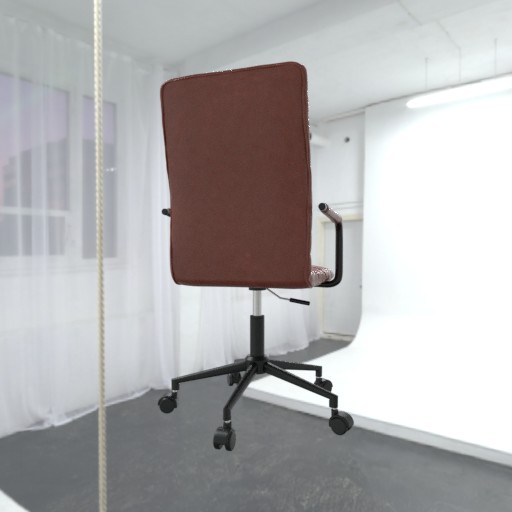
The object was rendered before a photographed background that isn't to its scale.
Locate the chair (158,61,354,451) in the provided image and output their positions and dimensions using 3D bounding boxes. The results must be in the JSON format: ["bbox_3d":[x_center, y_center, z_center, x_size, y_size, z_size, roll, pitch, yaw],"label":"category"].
[{"bbox_3d":[0.000,0.000,1.370,0.608,0.979,0.580,0,1,19],"label":"chair"}]
